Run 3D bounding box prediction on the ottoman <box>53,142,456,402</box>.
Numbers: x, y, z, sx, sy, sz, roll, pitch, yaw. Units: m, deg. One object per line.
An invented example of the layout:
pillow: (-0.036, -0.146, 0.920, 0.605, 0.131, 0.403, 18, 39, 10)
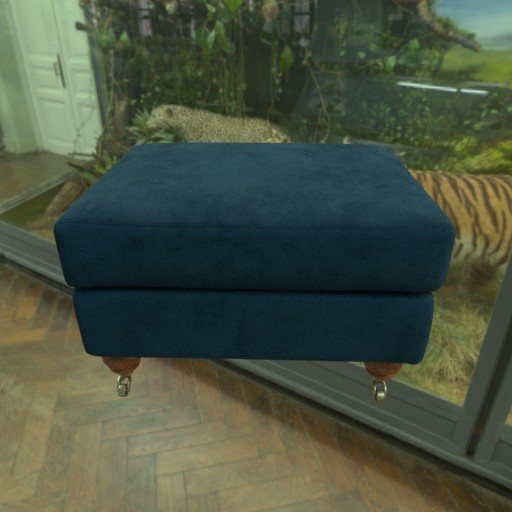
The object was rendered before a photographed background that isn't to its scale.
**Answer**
ottoman: (0.000, 0.000, 1.145, 0.773, 0.503, 0.572, 1, 29, 2)
